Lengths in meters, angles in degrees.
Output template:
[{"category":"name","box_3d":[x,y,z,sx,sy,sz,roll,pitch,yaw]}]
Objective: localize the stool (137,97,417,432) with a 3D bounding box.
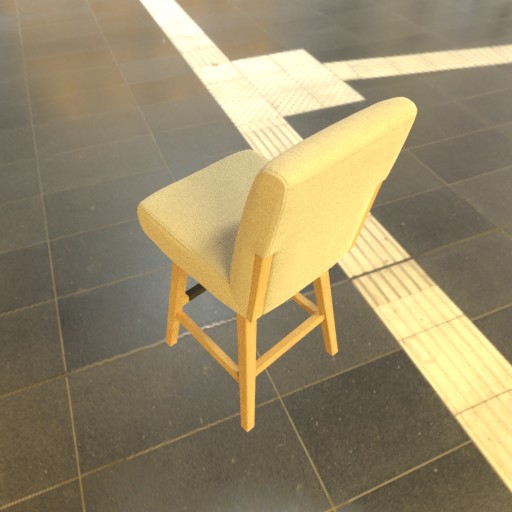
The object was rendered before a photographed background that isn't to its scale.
[{"category":"stool","box_3d":[0.000,0.000,1.269,0.446,1.015,0.543,-33,54,-28]}]
